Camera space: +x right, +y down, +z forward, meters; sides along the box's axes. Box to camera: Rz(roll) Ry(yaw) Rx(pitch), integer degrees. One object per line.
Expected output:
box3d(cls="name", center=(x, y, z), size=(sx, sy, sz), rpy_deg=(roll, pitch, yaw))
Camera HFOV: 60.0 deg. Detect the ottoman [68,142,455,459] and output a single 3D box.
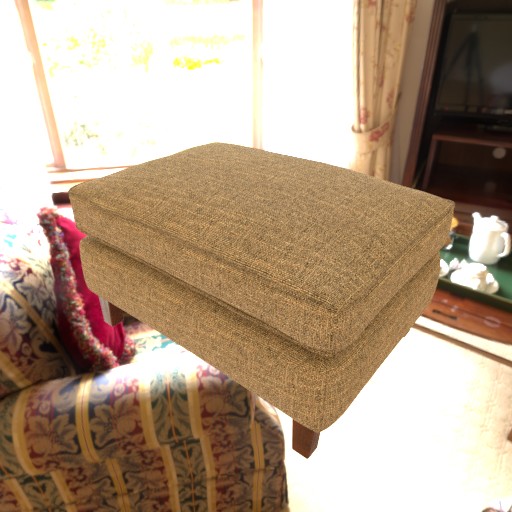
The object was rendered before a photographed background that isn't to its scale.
box3d(cls="ottoman", center=(0.000, 0.000, 0.982), size=(0.686, 0.406, 0.508), rpy_deg=(23, 37, 33))
